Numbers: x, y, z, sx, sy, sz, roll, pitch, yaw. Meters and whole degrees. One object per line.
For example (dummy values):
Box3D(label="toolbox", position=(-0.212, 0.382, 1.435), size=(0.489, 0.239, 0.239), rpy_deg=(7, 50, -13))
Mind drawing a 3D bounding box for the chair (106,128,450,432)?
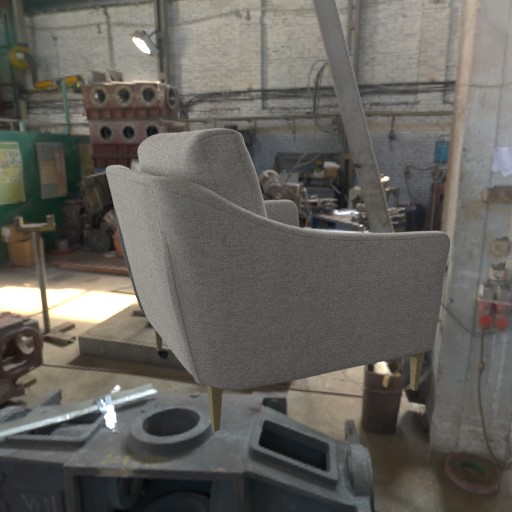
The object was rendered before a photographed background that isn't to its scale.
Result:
Box3D(label="chair", position=(0.000, 0.000, 1.677), size=(0.961, 0.902, 0.986), rpy_deg=(-7, 15, -27))
